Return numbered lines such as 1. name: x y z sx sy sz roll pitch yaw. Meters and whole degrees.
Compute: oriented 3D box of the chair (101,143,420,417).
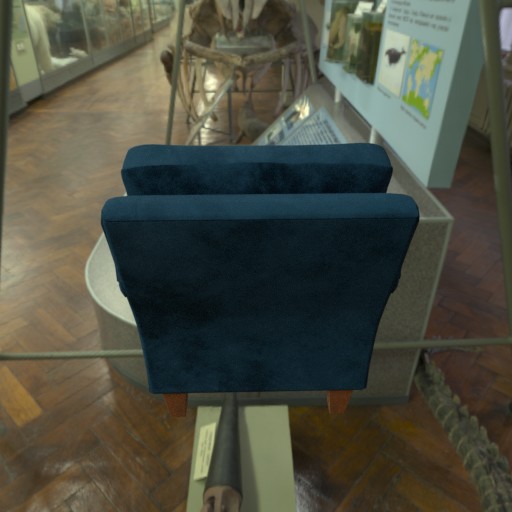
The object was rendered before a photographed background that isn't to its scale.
1. chair: 0.000 0.000 1.815 0.895 1.076 1.078 -1 31 -1
